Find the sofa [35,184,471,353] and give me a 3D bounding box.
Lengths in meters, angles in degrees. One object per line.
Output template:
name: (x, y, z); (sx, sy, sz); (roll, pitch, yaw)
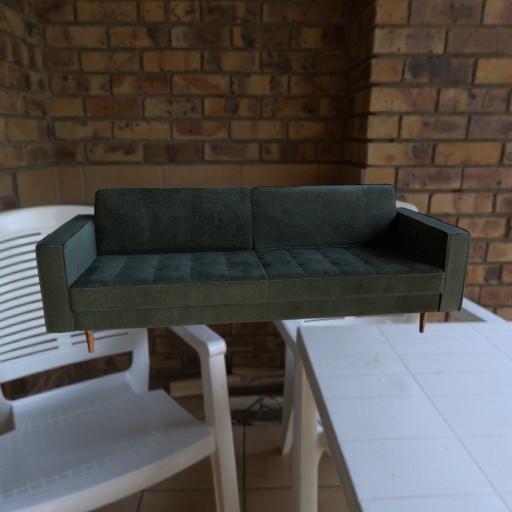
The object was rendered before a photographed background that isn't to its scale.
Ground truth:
sofa: (0.000, 0.000, 2.630); (2.214, 0.781, 0.886); (-2, 15, -7)
